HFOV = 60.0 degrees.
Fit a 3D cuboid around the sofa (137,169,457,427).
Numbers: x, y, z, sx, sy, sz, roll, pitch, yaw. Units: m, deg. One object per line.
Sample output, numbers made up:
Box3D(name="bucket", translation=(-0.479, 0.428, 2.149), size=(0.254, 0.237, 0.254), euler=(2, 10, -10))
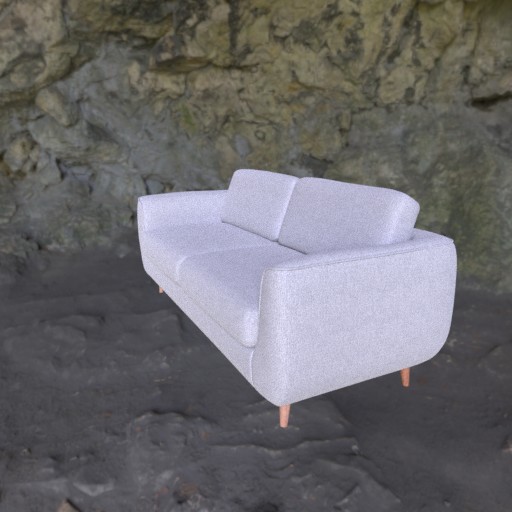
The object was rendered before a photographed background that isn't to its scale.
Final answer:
Box3D(name="sofa", translation=(0.000, 0.000, 2.427), size=(0.920, 0.850, 2.000), euler=(-7, 17, -26))
